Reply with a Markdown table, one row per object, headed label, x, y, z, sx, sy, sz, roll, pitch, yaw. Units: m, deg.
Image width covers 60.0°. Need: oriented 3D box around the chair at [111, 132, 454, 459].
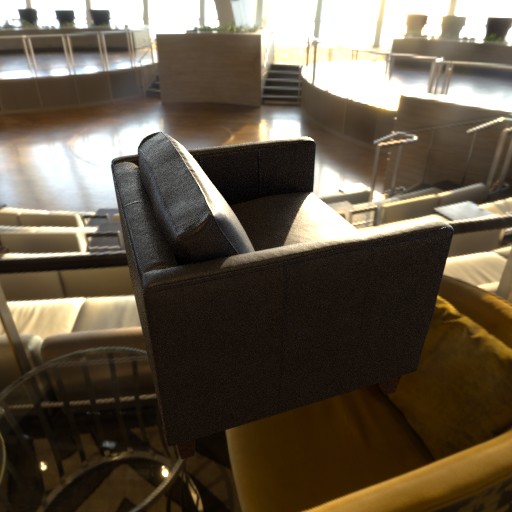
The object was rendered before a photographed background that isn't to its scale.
| label | x | y | z | sx | sy | sz | roll | pitch | yaw |
| --- | --- | --- | --- | --- | --- | --- | --- | --- | --- |
| chair | 0.000 | 0.000 | 1.594 | 0.862 | 0.811 | 0.939 | -11 | 33 | -17 |
